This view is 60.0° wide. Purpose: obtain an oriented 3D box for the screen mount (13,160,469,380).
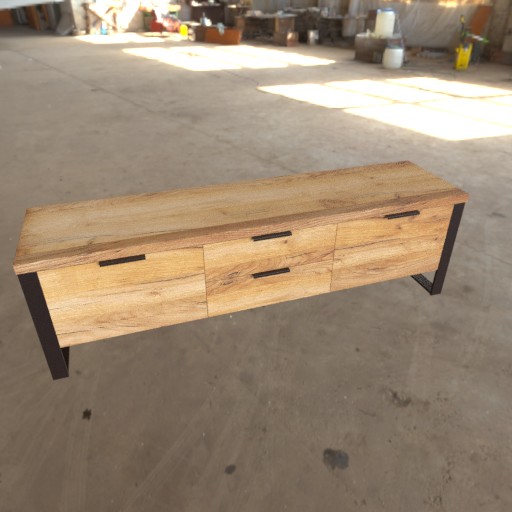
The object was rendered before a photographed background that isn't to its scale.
[{"bbox_3d":[0.000,0.000,1.682,1.524,0.450,0.395,-10,33,-15],"label":"screen mount"}]
